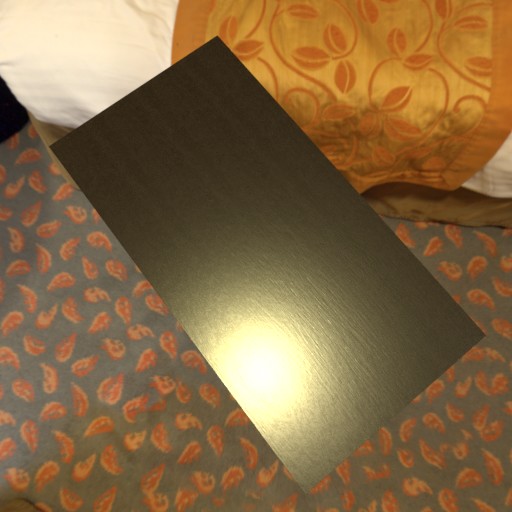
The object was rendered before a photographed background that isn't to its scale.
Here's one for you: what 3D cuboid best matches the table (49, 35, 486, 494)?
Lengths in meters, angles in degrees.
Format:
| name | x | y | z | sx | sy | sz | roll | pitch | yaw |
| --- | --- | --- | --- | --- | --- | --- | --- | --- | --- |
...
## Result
| name | x | y | z | sx | sy | sz | roll | pitch | yaw |
| --- | --- | --- | --- | --- | --- | --- | --- | --- | --- |
| table | 0.000 | 0.000 | 1.355 | 0.574 | 0.435 | 1.095 | -37 | 79 | -8 |
